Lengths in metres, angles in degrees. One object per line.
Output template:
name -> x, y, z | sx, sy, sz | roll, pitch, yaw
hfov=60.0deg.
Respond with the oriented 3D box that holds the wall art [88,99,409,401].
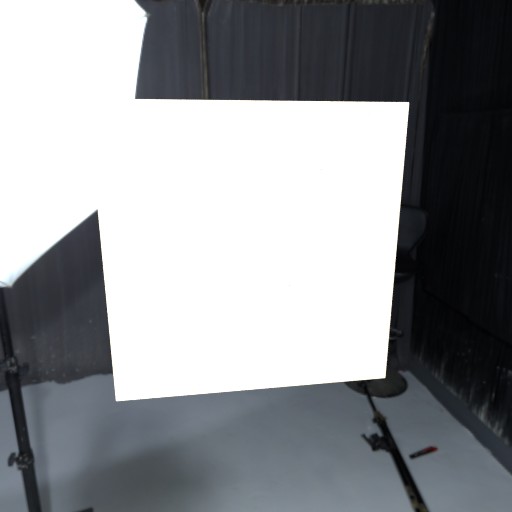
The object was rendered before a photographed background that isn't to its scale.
wall art -> 0.000, 0.000, 1.173 | 0.773, 0.775, 0.031 | -2, 16, -9
